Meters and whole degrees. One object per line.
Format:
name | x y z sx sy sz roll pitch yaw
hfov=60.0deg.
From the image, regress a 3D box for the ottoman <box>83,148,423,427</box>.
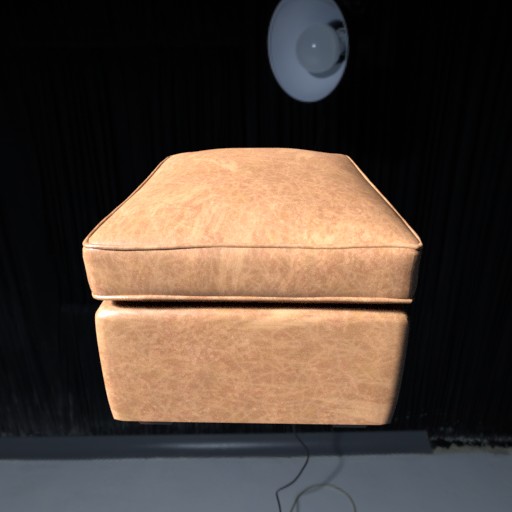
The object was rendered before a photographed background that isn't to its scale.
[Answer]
ottoman | 0.000 0.000 1.094 0.554 0.468 0.756 1 24 1
